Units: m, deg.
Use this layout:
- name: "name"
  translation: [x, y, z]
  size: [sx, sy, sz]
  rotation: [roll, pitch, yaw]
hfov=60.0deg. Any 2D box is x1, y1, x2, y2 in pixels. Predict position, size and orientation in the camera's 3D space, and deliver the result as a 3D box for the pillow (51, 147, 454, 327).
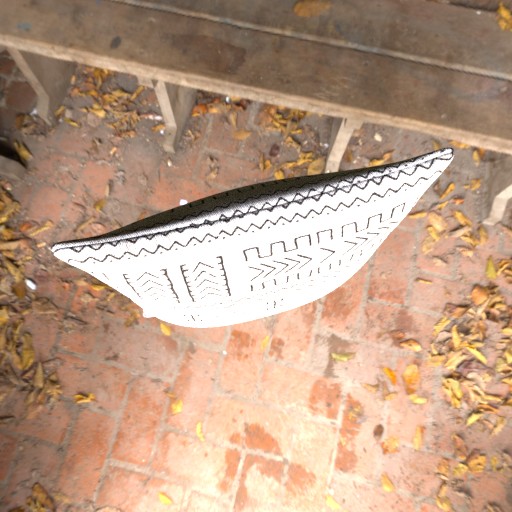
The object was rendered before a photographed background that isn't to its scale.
- name: "pillow"
  translation: [0.000, 0.000, 0.656]
  size: [0.438, 0.430, 0.164]
  rotation: [-14, 75, -4]
